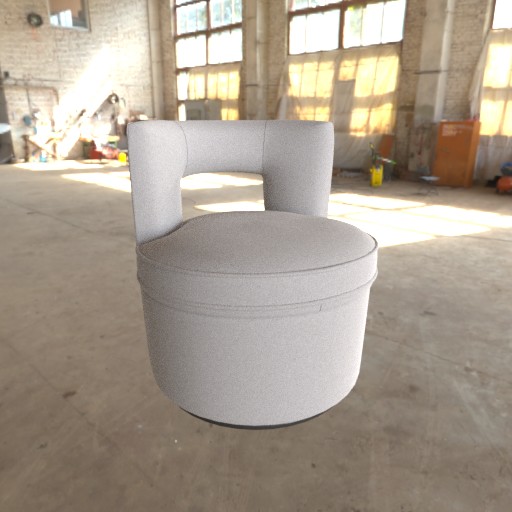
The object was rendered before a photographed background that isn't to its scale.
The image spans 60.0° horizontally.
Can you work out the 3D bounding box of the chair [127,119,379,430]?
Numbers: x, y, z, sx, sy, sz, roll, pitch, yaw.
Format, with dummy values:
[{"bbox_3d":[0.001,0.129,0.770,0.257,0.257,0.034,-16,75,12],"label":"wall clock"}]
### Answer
[{"bbox_3d":[0.000,0.000,1.235,0.650,0.723,0.665,-8,19,-25],"label":"chair"}]
